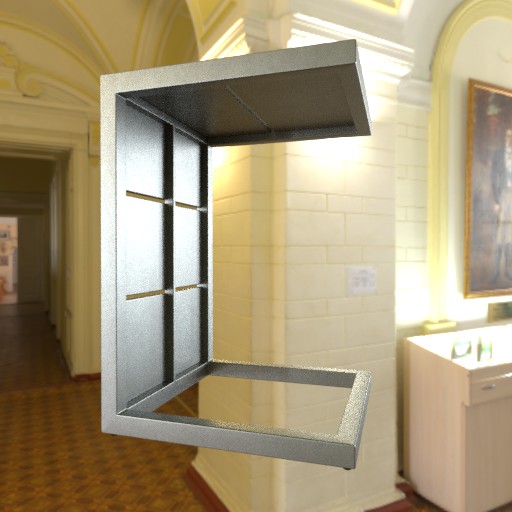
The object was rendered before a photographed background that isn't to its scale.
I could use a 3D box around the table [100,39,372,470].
[{"bbox_3d":[0.000,0.000,0.873,0.420,0.609,0.405,0,1,18],"label":"table"}]
